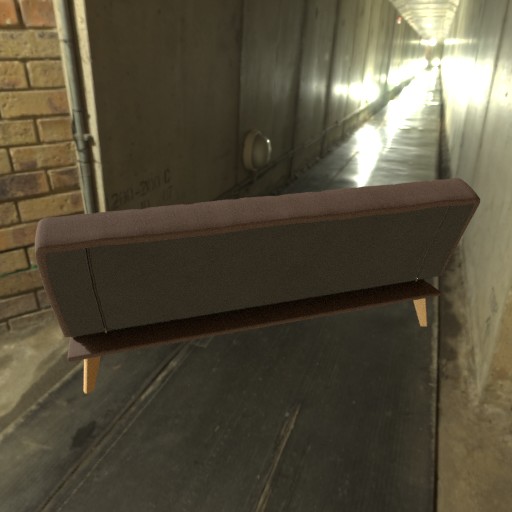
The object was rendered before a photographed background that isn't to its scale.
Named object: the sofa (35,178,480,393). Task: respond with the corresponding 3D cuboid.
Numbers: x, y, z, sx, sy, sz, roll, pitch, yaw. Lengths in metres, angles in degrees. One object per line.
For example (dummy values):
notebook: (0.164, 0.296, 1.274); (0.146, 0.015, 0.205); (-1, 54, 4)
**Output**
sofa: (0.000, 0.000, 2.201); (1.800, 0.810, 0.860); (-8, 27, -15)
